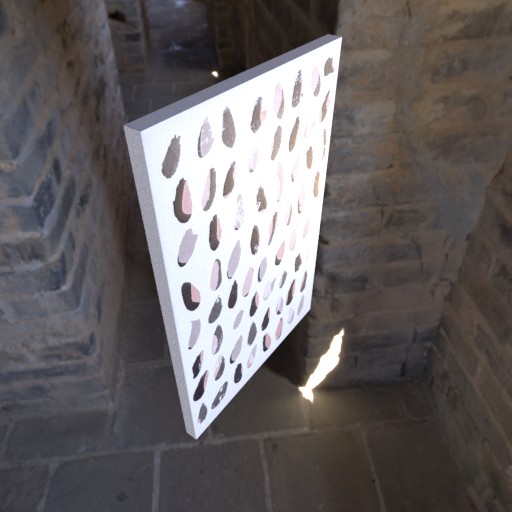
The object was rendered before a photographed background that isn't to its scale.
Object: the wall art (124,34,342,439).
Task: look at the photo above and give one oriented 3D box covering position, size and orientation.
[{"bbox_3d":[0.000,0.000,0.751,0.025,0.608,0.405,26,47,27],"label":"wall art"}]
